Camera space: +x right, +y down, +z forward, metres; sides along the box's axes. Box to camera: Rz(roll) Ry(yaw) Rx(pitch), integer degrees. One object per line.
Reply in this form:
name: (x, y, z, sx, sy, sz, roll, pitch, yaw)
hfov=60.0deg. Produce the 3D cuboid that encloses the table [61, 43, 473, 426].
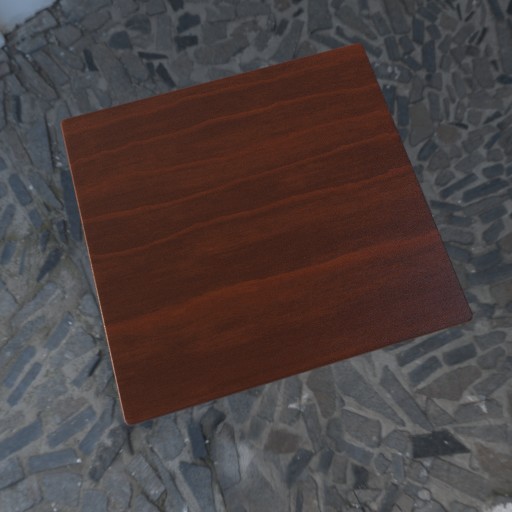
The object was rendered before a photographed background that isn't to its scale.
table: (0.000, 0.000, 0.969, 0.533, 0.567, 0.500, -16, 77, -4)
